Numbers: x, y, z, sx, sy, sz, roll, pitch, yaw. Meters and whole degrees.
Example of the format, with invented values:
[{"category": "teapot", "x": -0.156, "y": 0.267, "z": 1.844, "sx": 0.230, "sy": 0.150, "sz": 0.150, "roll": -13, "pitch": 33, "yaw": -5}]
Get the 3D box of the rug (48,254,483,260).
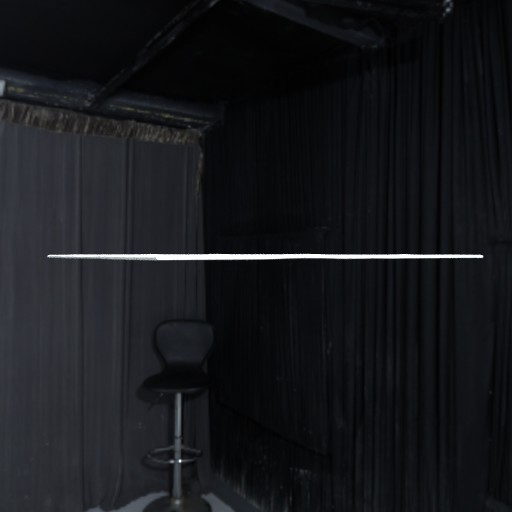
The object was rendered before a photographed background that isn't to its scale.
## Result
[{"category": "rug", "x": 0.000, "y": 0.000, "z": 0.852, "sx": 0.639, "sy": 0.006, "sz": 0.548, "roll": 0, "pitch": 0, "yaw": -36}]
